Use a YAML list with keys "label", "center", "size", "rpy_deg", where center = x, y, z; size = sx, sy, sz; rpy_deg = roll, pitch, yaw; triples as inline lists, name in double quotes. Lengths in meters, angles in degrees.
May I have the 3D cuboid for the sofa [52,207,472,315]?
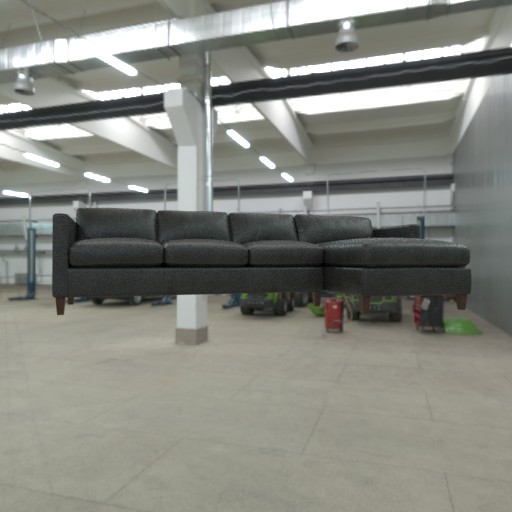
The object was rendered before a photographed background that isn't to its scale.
- label: "sofa"
  center: [0.000, 0.000, 3.840]
  size: [3.203, 0.883, 1.581]
  rpy_deg: [0, -1, -18]
